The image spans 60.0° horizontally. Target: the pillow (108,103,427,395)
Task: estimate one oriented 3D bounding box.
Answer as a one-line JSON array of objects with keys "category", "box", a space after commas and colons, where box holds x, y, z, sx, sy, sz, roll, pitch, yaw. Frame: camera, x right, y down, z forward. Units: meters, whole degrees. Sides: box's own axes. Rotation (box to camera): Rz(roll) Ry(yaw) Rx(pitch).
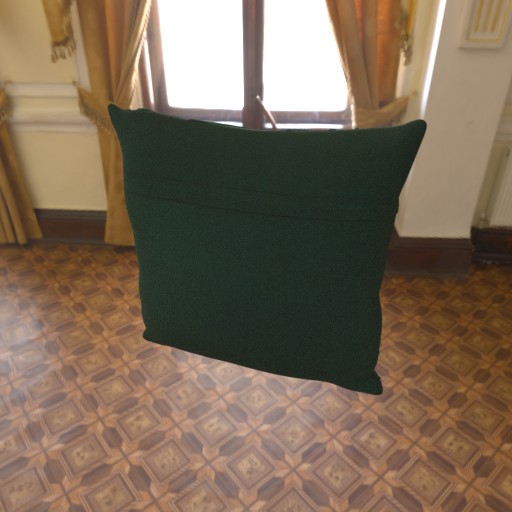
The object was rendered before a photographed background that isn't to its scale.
[{"category": "pillow", "box": [0.000, 0.000, 0.679, 0.439, 0.440, 0.184, 9, 32, 15]}]
